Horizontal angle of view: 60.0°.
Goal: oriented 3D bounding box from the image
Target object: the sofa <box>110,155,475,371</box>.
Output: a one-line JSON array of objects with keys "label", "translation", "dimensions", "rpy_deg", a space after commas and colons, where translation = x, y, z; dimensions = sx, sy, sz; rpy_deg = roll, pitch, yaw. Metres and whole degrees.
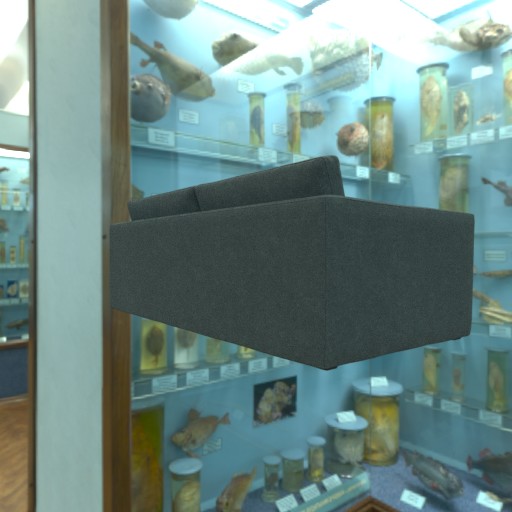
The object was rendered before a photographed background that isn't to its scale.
[{"label": "sofa", "translation": [0.000, 0.000, 2.791], "dimensions": [1.092, 0.838, 2.257], "rpy_deg": [-1, 1, -38]}]
